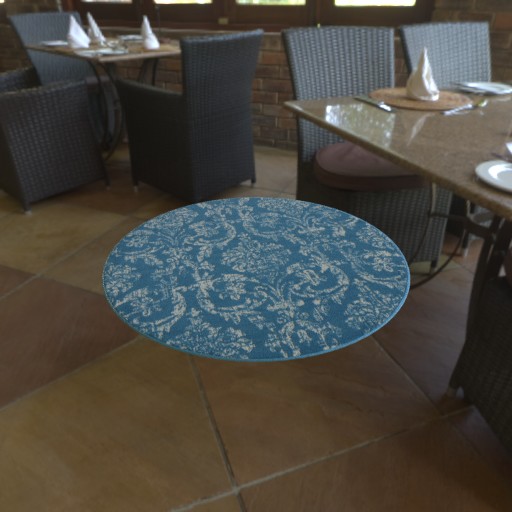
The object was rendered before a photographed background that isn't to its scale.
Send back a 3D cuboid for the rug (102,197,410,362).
[{"bbox_3d":[0.000,0.000,2.392,1.593,0.012,1.593,0,31,0],"label":"rug"}]
